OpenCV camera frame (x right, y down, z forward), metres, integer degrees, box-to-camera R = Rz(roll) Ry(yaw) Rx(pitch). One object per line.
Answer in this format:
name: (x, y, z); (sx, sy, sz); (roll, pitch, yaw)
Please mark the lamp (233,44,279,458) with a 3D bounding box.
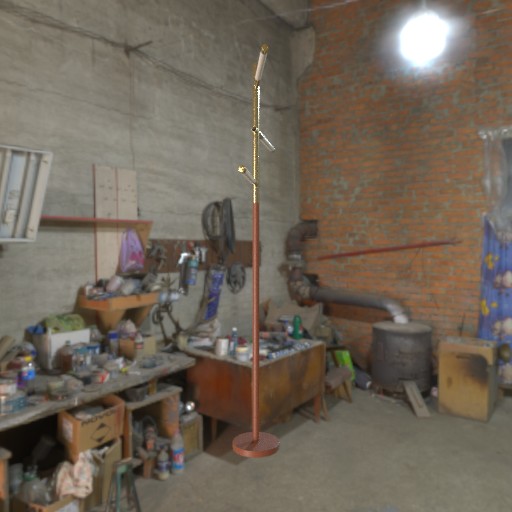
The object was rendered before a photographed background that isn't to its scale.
lamp: (0.000, 0.000, 1.967); (0.209, 1.704, 0.737); (0, 0, 0)
